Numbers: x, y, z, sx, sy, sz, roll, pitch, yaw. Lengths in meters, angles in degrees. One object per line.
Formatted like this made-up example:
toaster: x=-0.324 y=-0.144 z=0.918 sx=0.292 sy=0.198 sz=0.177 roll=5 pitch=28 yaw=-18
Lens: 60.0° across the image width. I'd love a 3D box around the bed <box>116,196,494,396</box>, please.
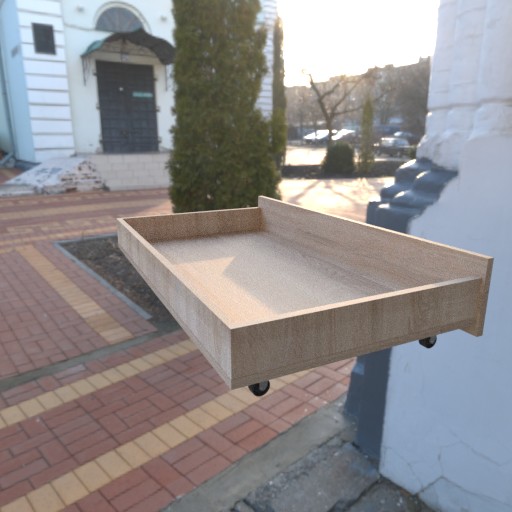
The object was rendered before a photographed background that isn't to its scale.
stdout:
bed: x=0.000 y=0.000 z=1.449 sx=0.685 sy=0.209 sz=1.200 roll=-7 pitch=17 yaw=-25
